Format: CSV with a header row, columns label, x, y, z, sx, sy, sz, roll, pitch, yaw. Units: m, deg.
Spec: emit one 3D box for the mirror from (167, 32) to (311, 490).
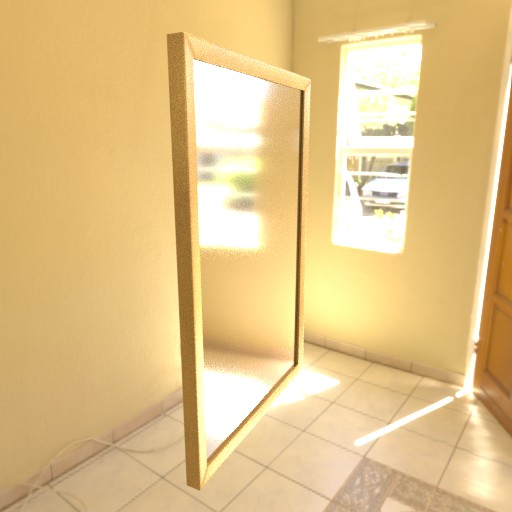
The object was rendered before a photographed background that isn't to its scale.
label,x,y,z,sx,sy,sz,roll,pitch,yaw
mirror,0.000,0.000,1.126,0.040,0.915,0.609,7,16,26
